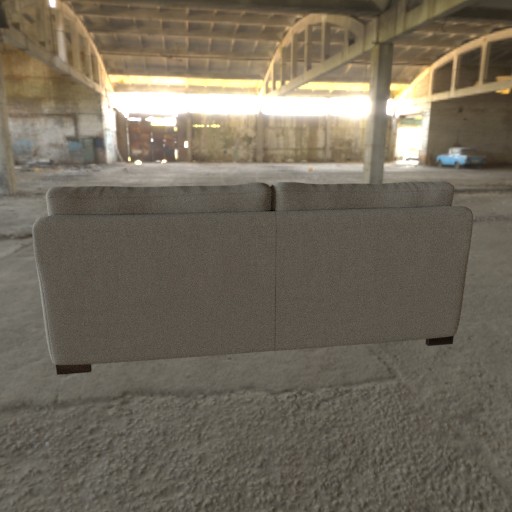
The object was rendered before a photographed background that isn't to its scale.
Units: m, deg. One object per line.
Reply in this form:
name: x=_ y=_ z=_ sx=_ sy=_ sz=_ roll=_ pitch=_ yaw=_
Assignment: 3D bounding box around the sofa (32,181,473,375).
sofa: x=0.000 y=0.000 z=2.823 sx=2.354 sy=0.980 sz=0.962 roll=-2 pitch=14 yaw=-9
